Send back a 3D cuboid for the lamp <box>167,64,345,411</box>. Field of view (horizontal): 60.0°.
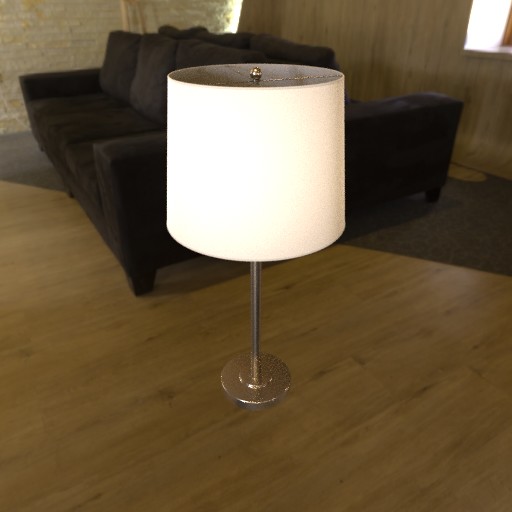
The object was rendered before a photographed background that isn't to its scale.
[{"bbox_3d":[0.000,0.000,0.882,0.333,0.696,0.333,0,29,0],"label":"lamp"}]
